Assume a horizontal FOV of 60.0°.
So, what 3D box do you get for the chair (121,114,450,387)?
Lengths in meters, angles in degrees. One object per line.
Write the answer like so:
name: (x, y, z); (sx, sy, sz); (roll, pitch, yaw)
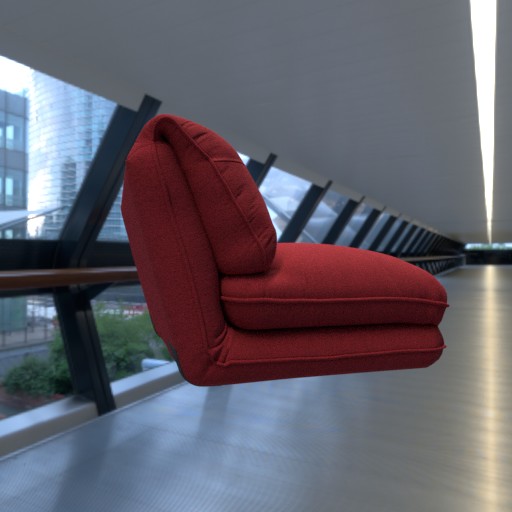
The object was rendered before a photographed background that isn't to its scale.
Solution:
chair: (0.000, 0.000, 1.347); (0.780, 0.580, 0.820); (0, -1, -18)
